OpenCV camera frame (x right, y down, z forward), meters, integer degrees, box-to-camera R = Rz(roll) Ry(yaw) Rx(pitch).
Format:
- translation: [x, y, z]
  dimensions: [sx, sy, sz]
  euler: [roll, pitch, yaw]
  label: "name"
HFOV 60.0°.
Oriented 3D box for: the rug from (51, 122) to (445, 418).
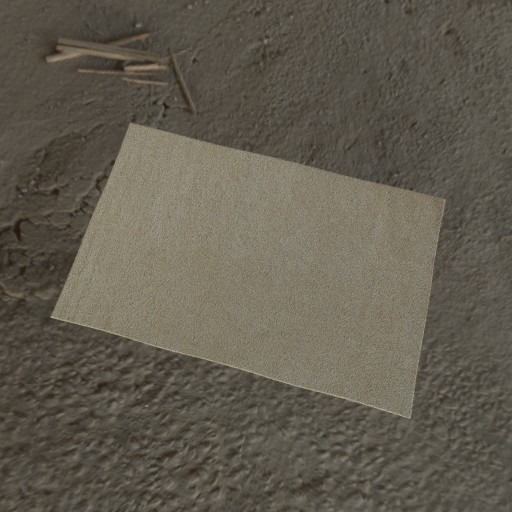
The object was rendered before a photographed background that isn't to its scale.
- translation: [0.000, 0.000, 2.993]
  dimensions: [2.346, 0.025, 1.500]
  euler: [15, 74, 4]
  label: "rug"
